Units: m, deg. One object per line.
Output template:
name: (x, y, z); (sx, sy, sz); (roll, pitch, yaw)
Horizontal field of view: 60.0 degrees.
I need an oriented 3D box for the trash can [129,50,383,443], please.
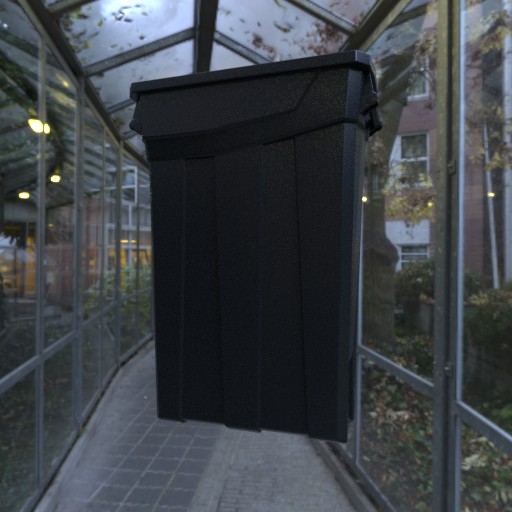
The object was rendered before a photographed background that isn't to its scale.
trash can: (0.000, 0.000, 1.028); (0.559, 0.762, 0.281); (0, 0, 18)
